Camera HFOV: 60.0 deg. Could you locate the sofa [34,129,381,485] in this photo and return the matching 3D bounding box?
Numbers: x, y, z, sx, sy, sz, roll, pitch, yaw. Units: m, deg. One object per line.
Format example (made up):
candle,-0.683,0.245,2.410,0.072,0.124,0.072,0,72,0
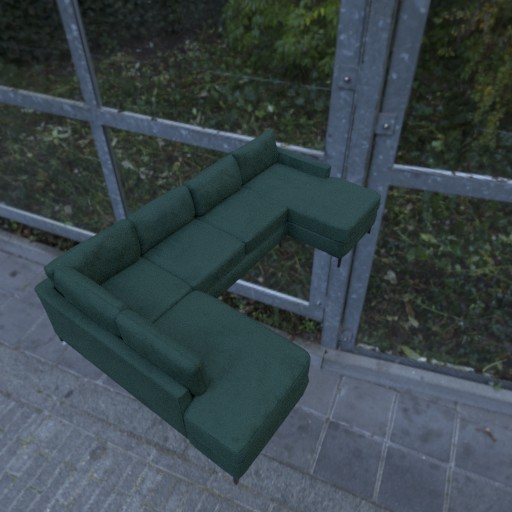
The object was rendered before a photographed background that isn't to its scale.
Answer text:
sofa,0.000,0.000,3.854,1.992,0.861,2.994,26,48,27
